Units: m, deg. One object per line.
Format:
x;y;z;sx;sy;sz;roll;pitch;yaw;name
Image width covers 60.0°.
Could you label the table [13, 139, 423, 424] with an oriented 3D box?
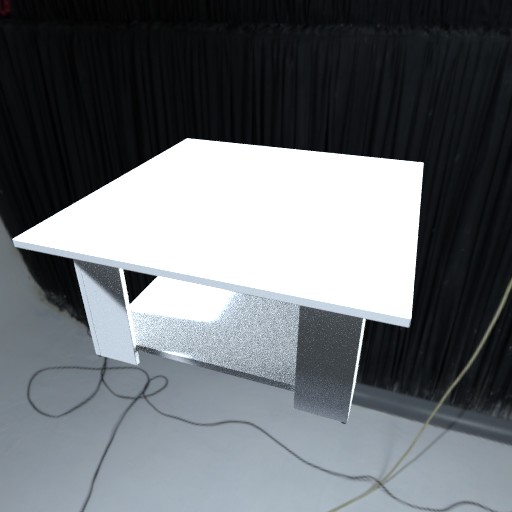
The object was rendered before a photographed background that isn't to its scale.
0.000;0.000;1.033;0.670;0.305;0.670;10;32;17;table
